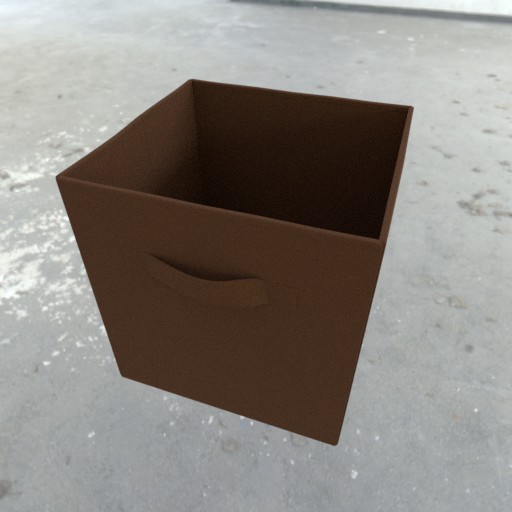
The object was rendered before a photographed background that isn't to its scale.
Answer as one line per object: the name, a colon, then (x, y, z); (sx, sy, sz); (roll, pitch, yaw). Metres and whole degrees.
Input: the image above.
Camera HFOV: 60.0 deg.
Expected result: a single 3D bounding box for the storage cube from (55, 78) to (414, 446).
storage cube: (0.000, 0.000, 0.500); (0.270, 0.280, 0.270); (13, 42, 15)
